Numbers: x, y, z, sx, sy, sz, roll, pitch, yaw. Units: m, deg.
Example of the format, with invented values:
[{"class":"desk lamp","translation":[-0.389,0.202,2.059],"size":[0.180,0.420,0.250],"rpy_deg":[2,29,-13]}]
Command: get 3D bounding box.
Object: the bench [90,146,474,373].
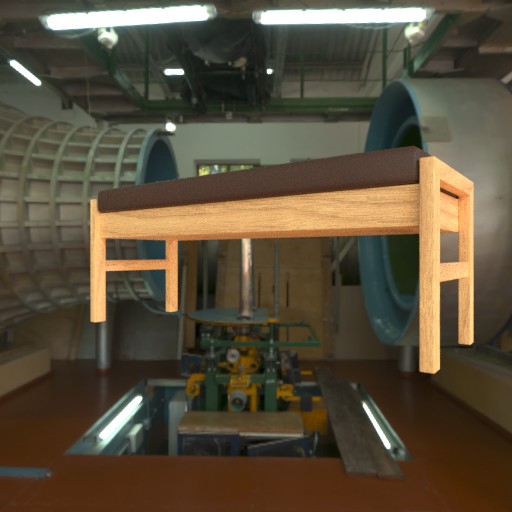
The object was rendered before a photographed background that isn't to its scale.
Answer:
[{"class":"bench","translation":[0.000,0.000,1.421],"size":[1.200,0.480,0.405],"rpy_deg":[0,0,36]}]
